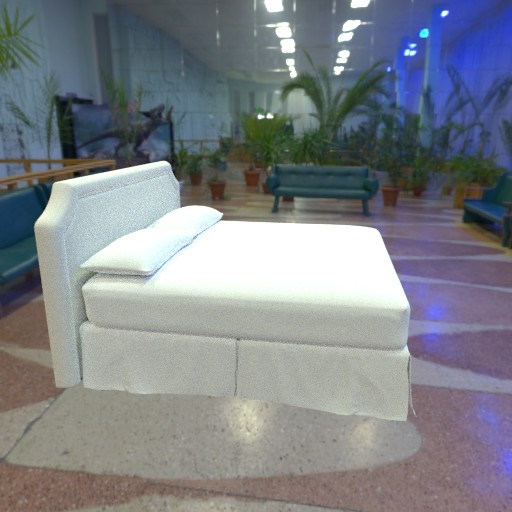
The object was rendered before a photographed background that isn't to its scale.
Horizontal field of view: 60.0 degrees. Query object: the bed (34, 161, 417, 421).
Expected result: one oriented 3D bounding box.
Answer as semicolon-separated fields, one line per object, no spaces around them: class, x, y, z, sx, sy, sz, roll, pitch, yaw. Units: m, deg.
bed;0.000;0.000;3.444;2.204;1.301;2.160;3;17;9
